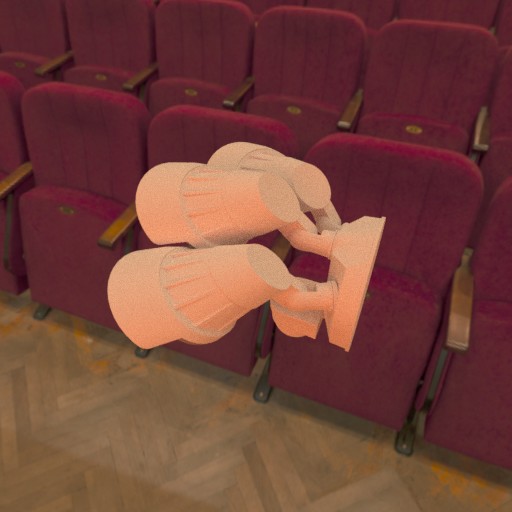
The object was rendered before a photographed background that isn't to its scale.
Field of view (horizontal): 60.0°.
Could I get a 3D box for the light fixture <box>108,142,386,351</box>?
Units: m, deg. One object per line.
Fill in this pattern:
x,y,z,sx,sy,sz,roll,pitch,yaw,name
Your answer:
0.000,0.000,0.554,0.278,0.237,0.369,16,46,16,light fixture
